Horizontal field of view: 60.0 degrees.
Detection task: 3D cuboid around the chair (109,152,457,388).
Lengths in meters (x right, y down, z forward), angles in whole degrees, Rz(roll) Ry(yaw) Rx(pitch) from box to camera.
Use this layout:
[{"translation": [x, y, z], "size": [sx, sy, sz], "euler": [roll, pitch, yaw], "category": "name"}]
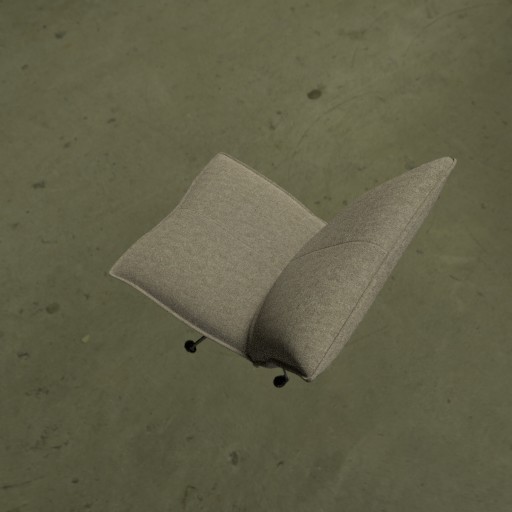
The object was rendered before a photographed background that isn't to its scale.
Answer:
[{"translation": [0.000, 0.000, 1.304], "size": [0.696, 0.811, 0.597], "euler": [33, 68, 15], "category": "chair"}]
